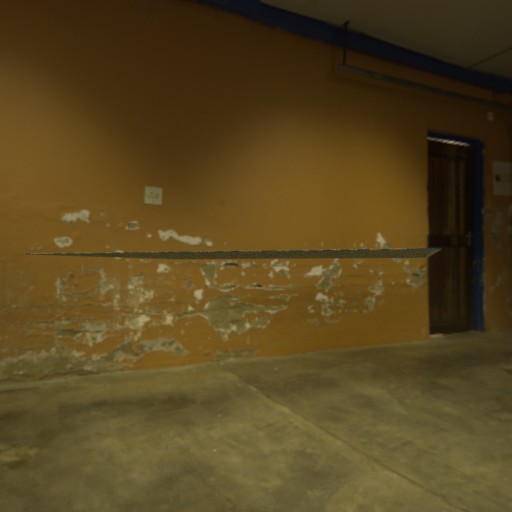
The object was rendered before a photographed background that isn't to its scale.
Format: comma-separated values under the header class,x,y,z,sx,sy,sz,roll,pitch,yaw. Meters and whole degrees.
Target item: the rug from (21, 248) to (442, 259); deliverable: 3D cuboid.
class,x,y,z,sx,sy,sz,roll,pitch,yaw
rug,0.000,0.000,4.061,3.007,0.007,2.435,0,-1,19
